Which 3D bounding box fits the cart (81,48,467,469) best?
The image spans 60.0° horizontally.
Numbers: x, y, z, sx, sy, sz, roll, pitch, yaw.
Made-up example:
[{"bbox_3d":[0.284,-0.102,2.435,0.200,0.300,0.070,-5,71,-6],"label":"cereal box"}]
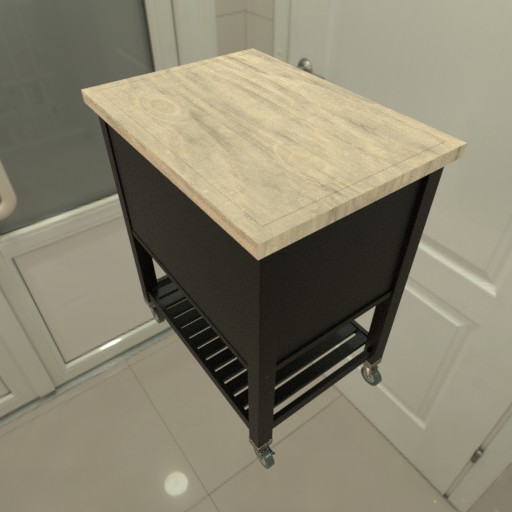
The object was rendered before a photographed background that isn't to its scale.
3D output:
[{"bbox_3d":[0.000,0.000,1.375,0.567,0.920,0.797,-27,49,-26],"label":"cart"}]
